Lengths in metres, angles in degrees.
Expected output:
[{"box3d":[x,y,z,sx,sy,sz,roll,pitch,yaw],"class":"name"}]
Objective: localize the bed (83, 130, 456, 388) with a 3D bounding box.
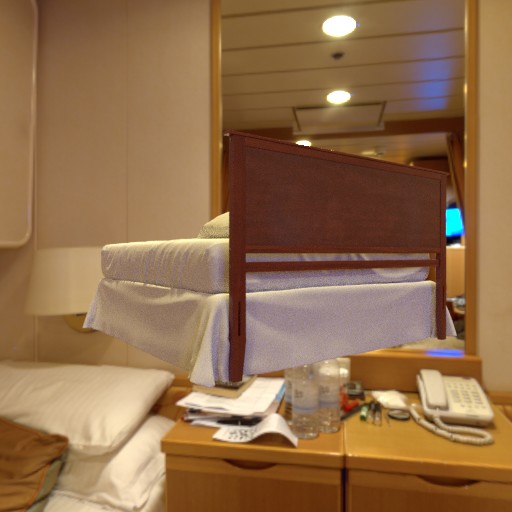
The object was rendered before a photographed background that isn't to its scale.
[{"box3d":[0.000,0.000,3.668,2.314,1.271,2.219,0,0,-36],"class":"bed"}]
